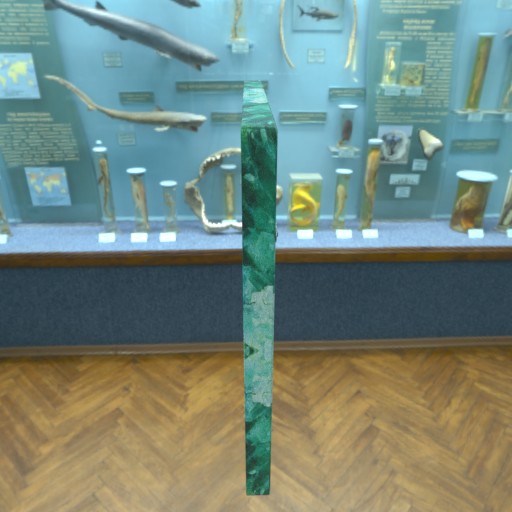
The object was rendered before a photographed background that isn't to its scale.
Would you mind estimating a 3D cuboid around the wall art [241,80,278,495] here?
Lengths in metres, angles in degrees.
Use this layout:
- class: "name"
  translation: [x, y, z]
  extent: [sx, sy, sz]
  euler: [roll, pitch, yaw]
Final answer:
- class: "wall art"
  translation: [0.000, 0.000, 0.740]
  extent: [0.038, 0.508, 0.507]
  euler: [0, 26, -1]
